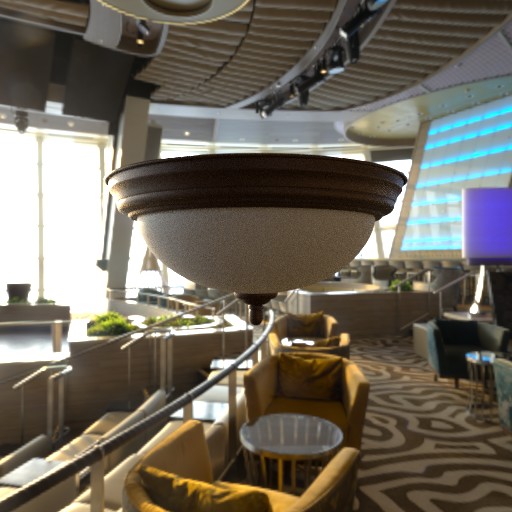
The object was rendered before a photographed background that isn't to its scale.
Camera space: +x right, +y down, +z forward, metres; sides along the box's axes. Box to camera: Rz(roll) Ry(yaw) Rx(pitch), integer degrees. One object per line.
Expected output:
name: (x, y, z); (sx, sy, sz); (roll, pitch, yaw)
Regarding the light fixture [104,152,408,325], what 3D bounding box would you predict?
light fixture: (0.000, 0.000, 0.431); (0.280, 0.135, 0.280); (0, 0, 0)
